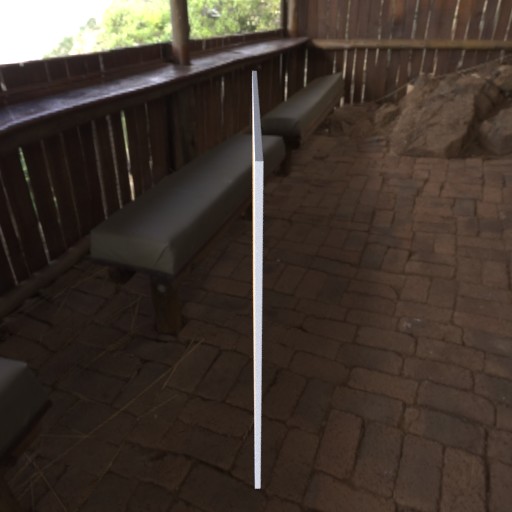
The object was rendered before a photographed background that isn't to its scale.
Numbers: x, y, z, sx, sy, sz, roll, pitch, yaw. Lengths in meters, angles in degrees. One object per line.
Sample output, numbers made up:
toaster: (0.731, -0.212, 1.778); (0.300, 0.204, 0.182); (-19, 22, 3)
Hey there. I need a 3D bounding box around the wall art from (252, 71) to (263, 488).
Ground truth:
wall art: (0.000, 0.000, 0.825); (0.009, 0.559, 0.558); (0, 31, -1)
